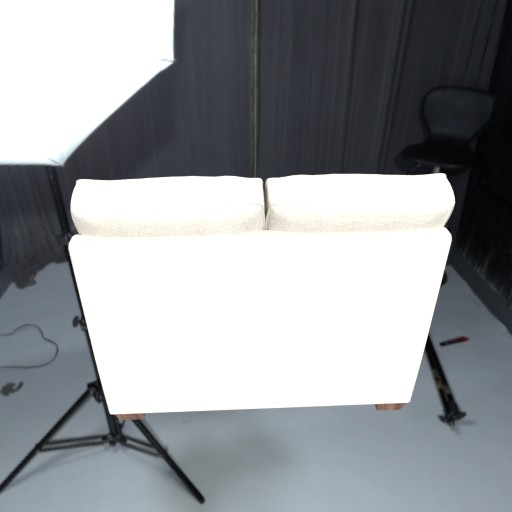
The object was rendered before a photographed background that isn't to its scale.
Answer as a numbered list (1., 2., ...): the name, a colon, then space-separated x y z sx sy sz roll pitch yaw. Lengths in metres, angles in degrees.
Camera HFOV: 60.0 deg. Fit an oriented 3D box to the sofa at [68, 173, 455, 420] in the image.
1. sofa: 0.000 0.000 1.978 1.232 1.006 0.978 -1 30 -2
